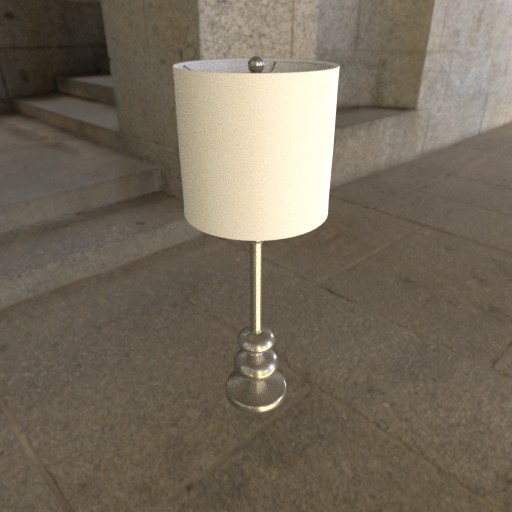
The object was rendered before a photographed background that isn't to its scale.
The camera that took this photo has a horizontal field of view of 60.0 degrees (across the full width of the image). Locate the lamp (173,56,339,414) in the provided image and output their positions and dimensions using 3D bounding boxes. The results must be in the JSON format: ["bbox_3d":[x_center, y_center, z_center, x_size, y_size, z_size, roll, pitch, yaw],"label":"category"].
[{"bbox_3d":[0.000,0.000,0.837,0.254,0.690,0.254,8,29,15],"label":"lamp"}]
